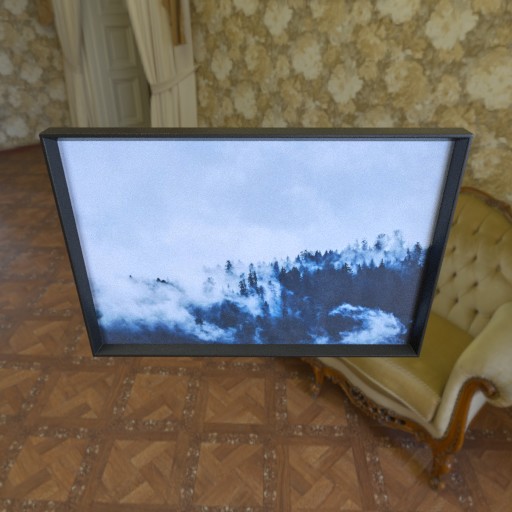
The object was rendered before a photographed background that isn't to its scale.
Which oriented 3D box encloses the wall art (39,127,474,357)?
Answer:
[{"bbox_3d":[0.000,0.000,1.139,0.939,0.640,0.058,0,30,0],"label":"wall art"}]
